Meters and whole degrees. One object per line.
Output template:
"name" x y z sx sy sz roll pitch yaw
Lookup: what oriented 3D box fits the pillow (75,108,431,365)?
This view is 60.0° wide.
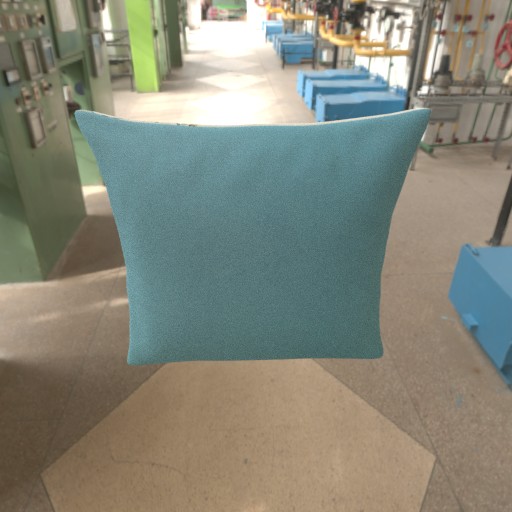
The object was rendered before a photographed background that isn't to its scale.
"pillow" 0.000 0.000 0.782 0.526 0.507 0.166 -1 31 -2
